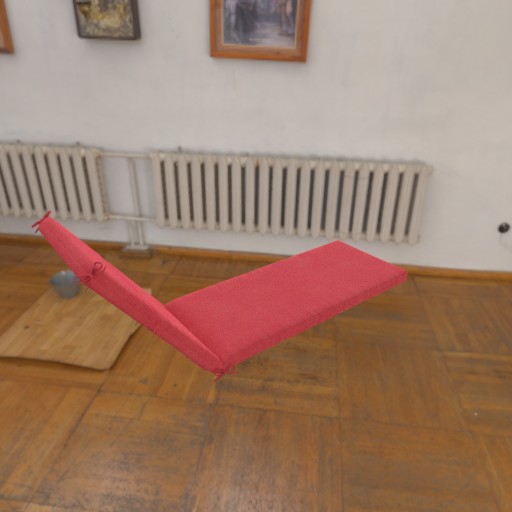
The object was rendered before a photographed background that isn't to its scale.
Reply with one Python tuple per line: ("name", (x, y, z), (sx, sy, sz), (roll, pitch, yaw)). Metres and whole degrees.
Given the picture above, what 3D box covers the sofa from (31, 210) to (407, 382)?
("sofa", (0.000, 0.000, 1.987), (1.663, 0.622, 0.582), (-19, 32, -33))
